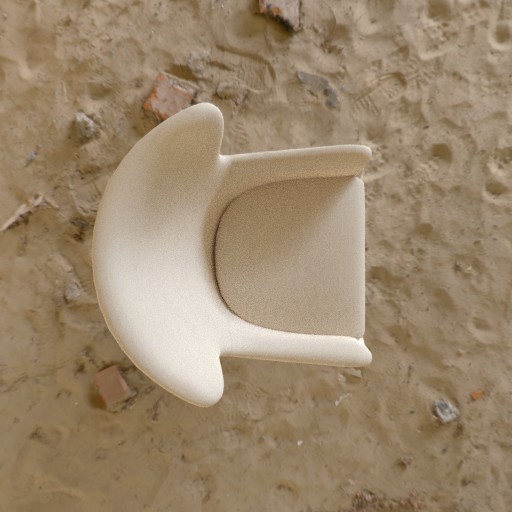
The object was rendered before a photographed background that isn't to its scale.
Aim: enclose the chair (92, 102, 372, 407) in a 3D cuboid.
[{"bbox_3d":[0.000,0.000,1.473,0.744,0.990,0.696,0,90,1],"label":"chair"}]
